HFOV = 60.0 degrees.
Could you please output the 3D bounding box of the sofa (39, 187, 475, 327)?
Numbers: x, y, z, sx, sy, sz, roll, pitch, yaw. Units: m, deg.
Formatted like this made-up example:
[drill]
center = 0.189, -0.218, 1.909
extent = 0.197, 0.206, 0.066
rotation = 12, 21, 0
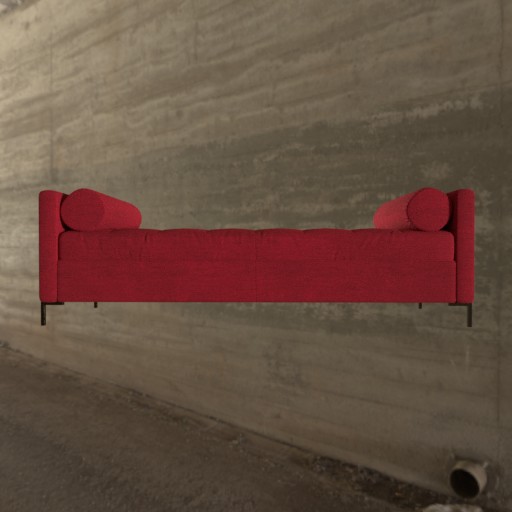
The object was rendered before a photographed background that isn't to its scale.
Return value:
[sofa]
center = 0.000, 0.000, 2.344
extent = 1.981, 0.635, 0.686
rotation = 0, 1, 1
